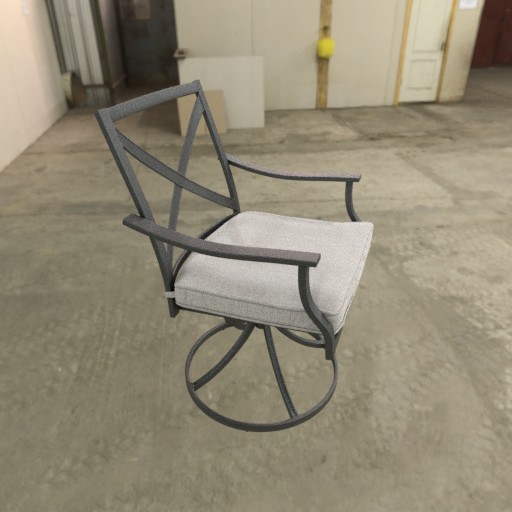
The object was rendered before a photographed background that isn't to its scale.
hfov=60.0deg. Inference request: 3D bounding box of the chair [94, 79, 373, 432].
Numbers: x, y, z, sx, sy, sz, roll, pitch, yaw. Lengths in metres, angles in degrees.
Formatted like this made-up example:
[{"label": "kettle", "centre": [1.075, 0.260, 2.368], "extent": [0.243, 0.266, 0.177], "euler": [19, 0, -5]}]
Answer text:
[{"label": "chair", "centre": [0.000, 0.000, 1.312], "extent": [0.620, 0.889, 0.575], "euler": [11, 32, 18]}]
